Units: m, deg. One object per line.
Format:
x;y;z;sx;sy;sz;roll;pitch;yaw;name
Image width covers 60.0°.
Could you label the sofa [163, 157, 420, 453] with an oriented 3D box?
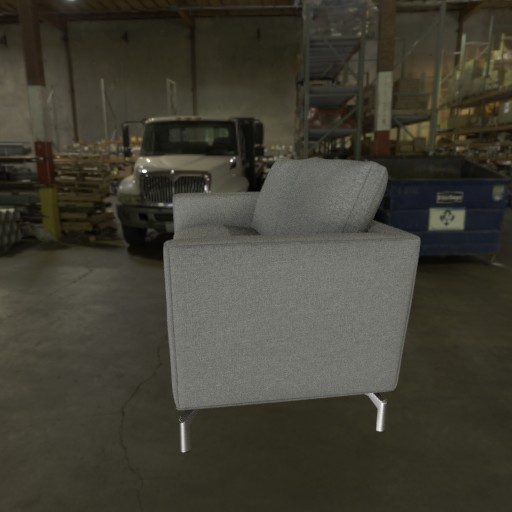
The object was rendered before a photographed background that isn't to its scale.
0.000;0.000;2.121;0.803;0.924;1.594;-2;13;-9;sofa
